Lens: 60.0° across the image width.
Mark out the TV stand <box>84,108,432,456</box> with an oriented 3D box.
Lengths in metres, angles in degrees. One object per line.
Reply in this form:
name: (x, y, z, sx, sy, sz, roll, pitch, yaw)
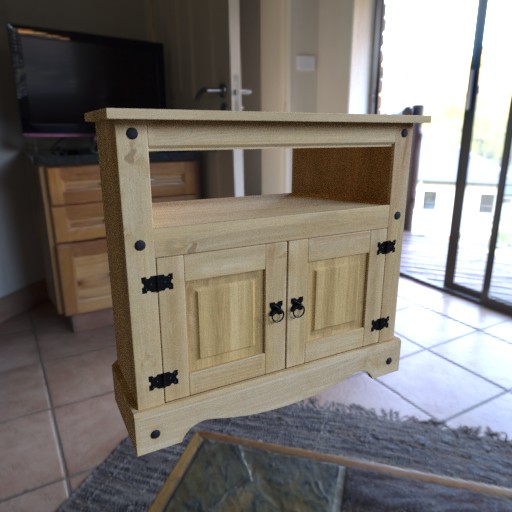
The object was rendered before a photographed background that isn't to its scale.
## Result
TV stand: (0.000, 0.000, 1.292, 0.851, 0.781, 0.425, -8, 18, -27)
